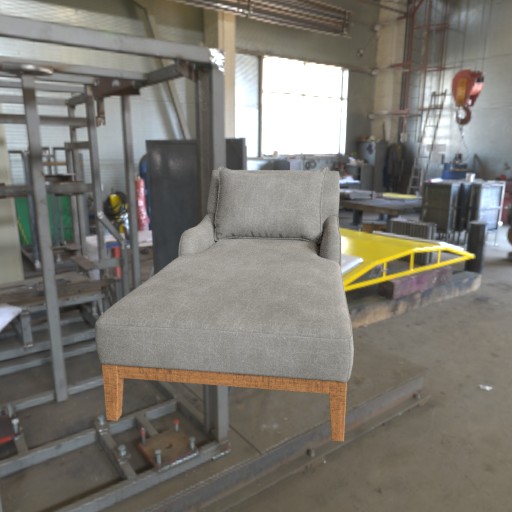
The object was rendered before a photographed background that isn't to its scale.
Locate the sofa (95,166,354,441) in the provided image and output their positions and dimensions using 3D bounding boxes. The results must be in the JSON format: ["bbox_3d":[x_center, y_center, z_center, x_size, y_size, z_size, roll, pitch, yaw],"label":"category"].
[{"bbox_3d":[0.000,0.000,2.295,0.894,0.859,1.779,2,14,8],"label":"sofa"}]
